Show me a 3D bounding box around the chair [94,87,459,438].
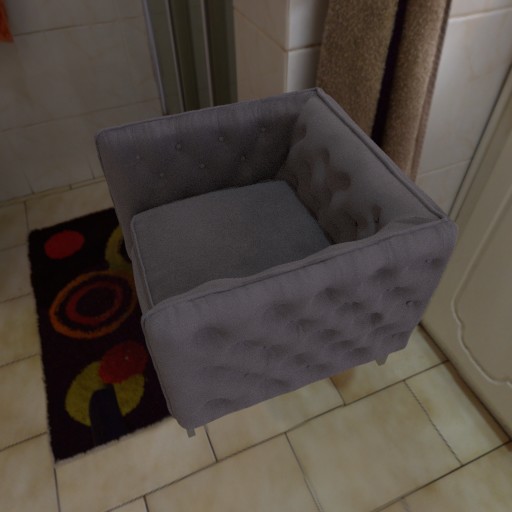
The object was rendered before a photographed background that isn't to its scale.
[{"bbox_3d":[0.000,0.000,1.661,0.913,0.807,0.946,-16,50,-14],"label":"chair"}]
